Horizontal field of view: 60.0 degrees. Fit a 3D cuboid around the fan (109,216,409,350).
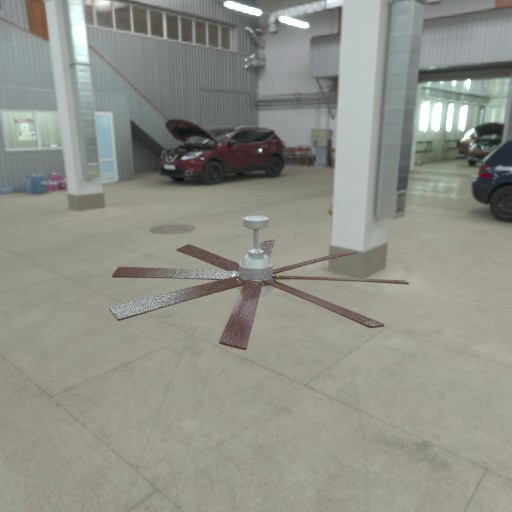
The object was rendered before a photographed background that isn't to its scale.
[{"bbox_3d":[0.000,0.000,2.727,1.830,0.472,1.830,2,16,6],"label":"fan"}]
